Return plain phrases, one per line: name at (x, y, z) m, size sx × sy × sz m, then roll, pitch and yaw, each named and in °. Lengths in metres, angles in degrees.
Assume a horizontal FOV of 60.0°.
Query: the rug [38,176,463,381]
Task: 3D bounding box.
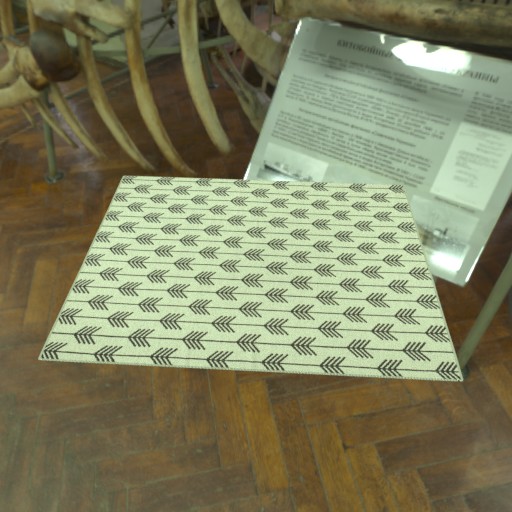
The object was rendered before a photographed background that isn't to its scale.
rug at (0.000, 0.000, 3.995) m, size 3.061 × 0.010 × 2.330 m, roll 2°, pitch 45°, yaw 2°
